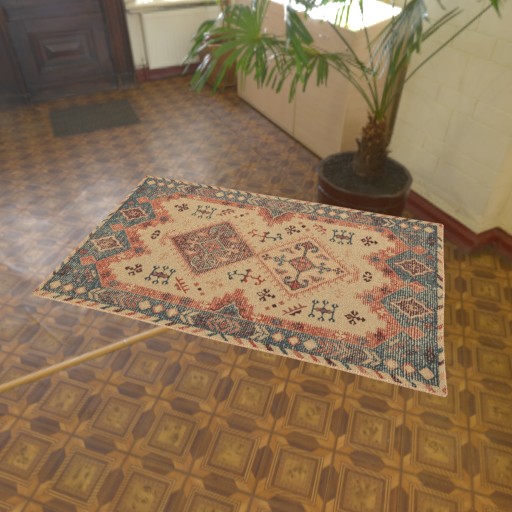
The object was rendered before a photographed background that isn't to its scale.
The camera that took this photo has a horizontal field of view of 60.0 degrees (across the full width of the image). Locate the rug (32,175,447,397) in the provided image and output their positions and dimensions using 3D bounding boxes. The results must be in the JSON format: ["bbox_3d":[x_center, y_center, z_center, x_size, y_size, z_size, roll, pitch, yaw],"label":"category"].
[{"bbox_3d":[0.000,0.000,3.036,2.464,0.023,1.521,11,42,13],"label":"rug"}]
